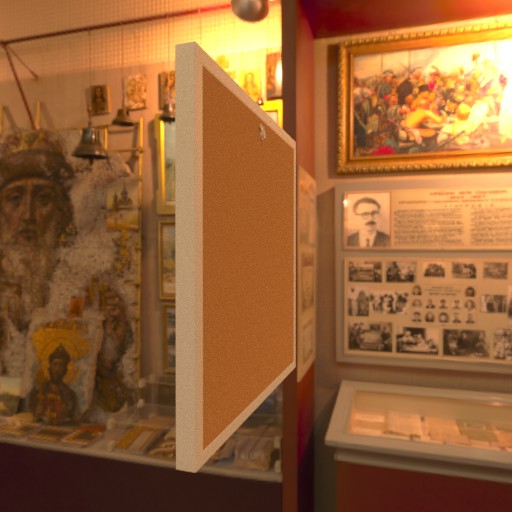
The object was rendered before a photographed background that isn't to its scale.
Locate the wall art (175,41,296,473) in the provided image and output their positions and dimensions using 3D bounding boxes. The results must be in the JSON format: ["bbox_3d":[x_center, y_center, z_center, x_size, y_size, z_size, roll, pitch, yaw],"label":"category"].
[{"bbox_3d":[0.000,0.000,1.145,0.050,0.762,0.761,0,1,19],"label":"wall art"}]
